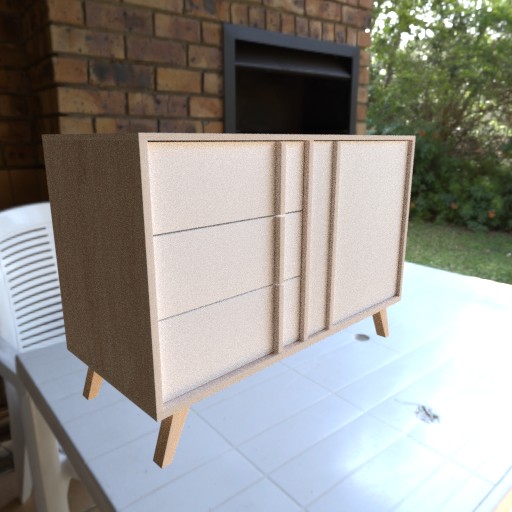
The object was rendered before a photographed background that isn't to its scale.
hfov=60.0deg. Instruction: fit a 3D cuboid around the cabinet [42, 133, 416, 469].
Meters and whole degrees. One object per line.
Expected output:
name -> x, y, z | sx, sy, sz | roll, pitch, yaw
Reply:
cabinet -> 0.000, 0.000, 1.484 | 1.110, 0.780, 0.500 | -14, 20, -43
